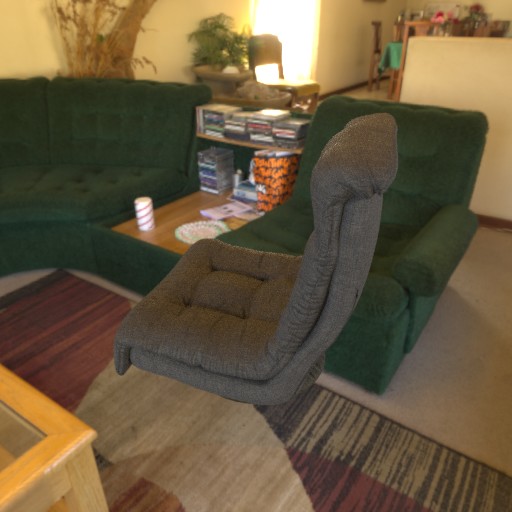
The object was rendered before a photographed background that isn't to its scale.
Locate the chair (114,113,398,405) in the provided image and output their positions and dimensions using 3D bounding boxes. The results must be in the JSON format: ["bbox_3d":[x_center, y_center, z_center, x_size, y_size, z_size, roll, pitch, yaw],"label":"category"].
[{"bbox_3d":[0.000,0.000,1.242,0.668,0.749,0.597,8,30,14],"label":"chair"}]
